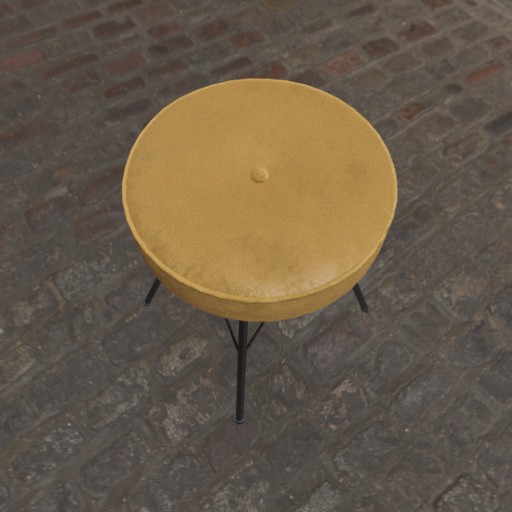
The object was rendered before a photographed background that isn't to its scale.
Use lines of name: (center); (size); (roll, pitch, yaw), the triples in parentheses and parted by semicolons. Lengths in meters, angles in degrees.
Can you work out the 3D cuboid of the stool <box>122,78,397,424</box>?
stool: (0.000, 0.000, 0.937); (0.472, 0.595, 0.438); (-35, 68, -17)
